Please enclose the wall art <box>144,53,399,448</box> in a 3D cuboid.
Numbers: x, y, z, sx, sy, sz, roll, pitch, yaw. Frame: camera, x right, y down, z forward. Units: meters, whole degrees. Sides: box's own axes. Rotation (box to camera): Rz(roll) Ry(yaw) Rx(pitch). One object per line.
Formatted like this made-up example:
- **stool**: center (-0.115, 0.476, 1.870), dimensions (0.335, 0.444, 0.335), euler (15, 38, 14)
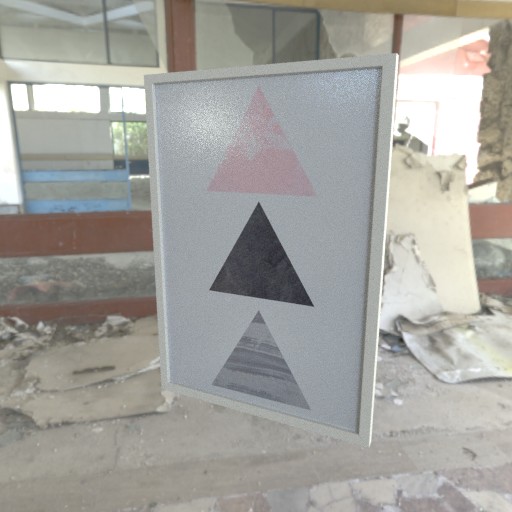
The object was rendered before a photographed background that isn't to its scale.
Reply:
- **wall art**: center (0.000, 0.000, 0.543), dimensions (0.303, 0.433, 0.013), euler (7, 15, 25)
